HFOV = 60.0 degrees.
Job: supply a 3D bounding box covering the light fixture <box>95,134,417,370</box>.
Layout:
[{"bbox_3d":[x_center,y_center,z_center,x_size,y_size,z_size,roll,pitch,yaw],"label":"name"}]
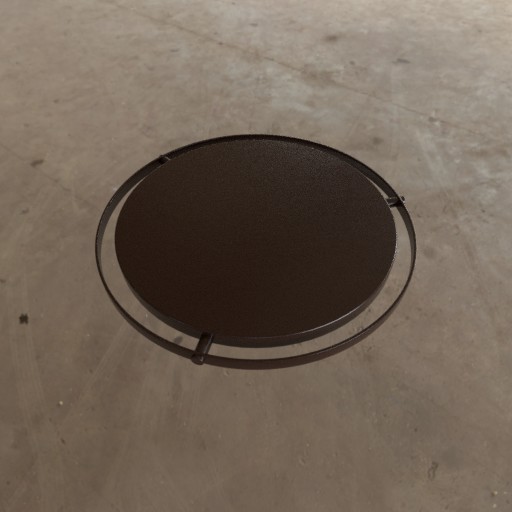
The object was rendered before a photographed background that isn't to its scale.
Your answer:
[{"bbox_3d":[0.000,0.000,0.555,0.361,0.130,0.361,0,48,0],"label":"light fixture"}]
